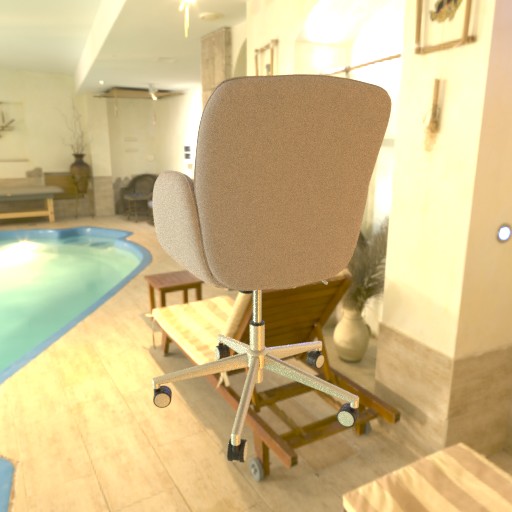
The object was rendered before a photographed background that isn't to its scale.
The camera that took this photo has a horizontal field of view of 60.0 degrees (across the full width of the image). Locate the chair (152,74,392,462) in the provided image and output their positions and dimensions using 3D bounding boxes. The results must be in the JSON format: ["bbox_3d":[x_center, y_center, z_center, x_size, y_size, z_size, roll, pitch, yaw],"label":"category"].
[{"bbox_3d":[0.000,0.000,1.363,0.648,0.959,0.654,-7,15,-25],"label":"chair"}]
